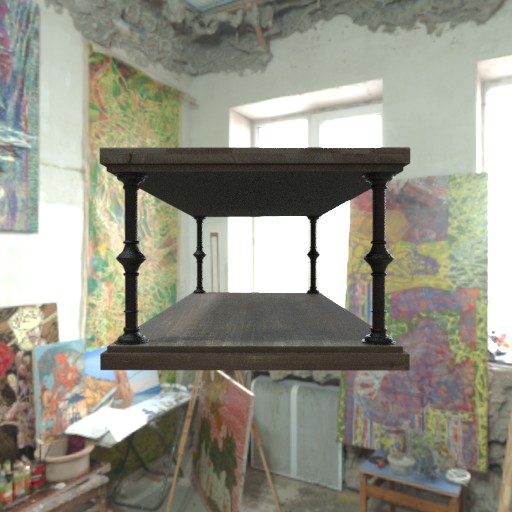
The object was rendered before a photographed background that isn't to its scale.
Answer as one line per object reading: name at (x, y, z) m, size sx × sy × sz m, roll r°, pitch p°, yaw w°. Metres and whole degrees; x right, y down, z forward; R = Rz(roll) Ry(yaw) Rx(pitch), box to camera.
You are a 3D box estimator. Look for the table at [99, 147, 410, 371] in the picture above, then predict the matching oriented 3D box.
table at (0.000, 0.000, 1.335) m, size 0.554 × 0.399 × 1.088 m, roll 0°, pitch 1°, yaw 0°
